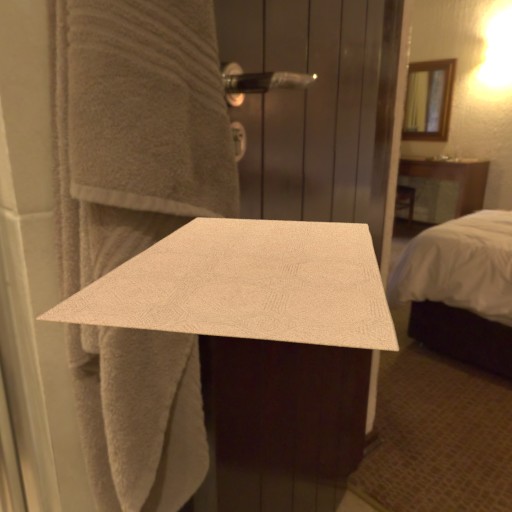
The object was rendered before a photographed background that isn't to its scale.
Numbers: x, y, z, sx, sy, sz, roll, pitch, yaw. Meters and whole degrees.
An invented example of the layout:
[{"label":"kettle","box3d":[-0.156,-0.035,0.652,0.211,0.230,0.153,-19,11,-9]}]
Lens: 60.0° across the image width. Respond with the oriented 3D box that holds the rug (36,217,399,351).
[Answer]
[{"label":"rug","box3d":[0.000,0.000,2.312,1.236,0.009,1.839,3,17,10]}]
